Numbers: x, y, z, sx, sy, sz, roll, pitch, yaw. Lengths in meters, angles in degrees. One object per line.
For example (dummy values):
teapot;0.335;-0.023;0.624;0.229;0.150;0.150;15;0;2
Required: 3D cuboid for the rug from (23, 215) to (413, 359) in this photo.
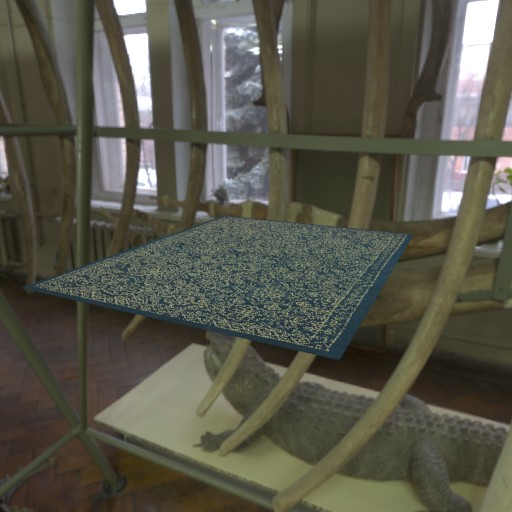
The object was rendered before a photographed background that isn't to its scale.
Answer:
rug;0.000;0.000;4.136;2.438;0.010;3.048;8;18;25
